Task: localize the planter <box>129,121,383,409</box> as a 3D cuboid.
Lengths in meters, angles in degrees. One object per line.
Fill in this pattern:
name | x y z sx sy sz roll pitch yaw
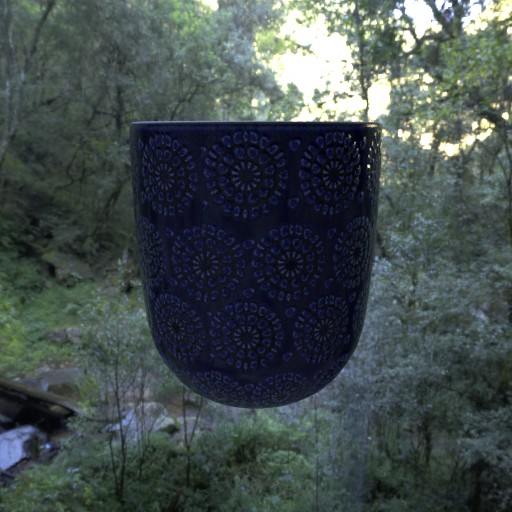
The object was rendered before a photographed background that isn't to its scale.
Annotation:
planter | 0.000 0.000 0.357 0.184 0.206 0.184 0 16 0
